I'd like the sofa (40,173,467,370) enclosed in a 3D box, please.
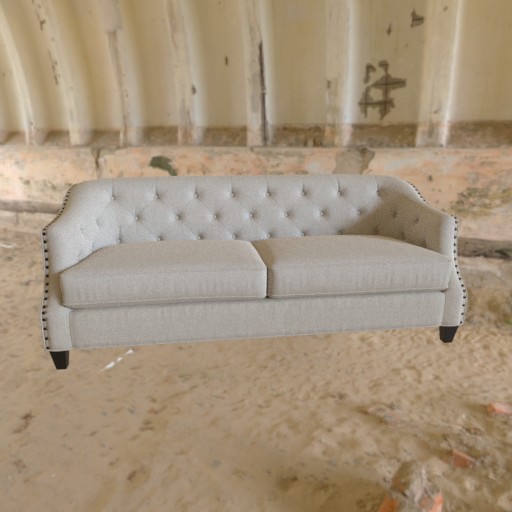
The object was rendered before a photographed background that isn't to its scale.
[{"bbox_3d":[0.000,0.000,2.663,2.235,0.901,0.914,-2,15,-8],"label":"sofa"}]
